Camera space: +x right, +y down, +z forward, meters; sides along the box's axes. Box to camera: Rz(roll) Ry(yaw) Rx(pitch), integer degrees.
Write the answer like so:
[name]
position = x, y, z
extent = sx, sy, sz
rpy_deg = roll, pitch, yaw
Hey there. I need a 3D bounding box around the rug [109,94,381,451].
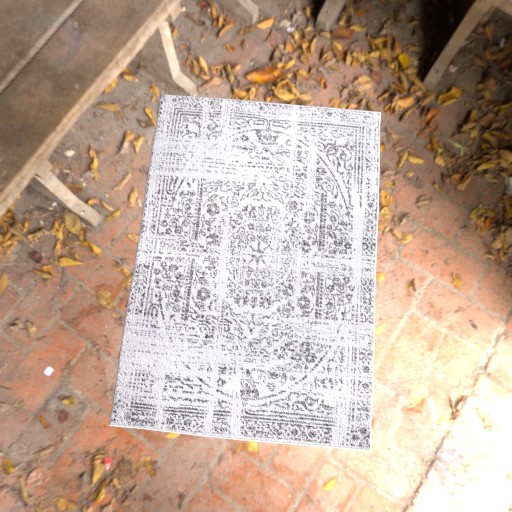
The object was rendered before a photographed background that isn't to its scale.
[rug]
position = 0.000, 0.000, 3.125
extent = 1.706, 0.026, 2.438
rpy_deg = 5, 77, 1
